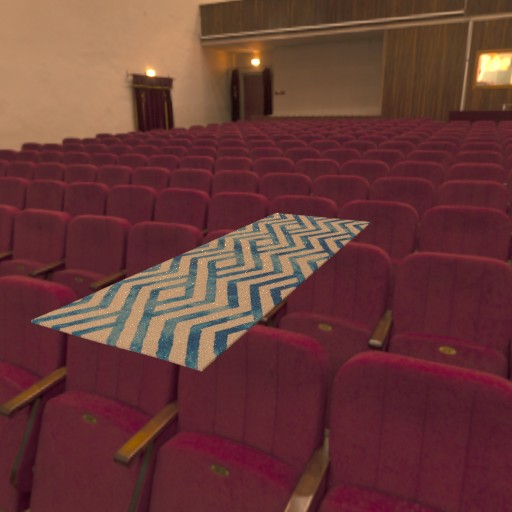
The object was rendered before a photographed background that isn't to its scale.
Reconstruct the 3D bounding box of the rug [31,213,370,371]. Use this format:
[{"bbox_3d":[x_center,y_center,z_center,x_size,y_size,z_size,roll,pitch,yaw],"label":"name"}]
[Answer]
[{"bbox_3d":[0.000,0.000,1.625,0.503,0.007,1.492,8,19,25],"label":"rug"}]
